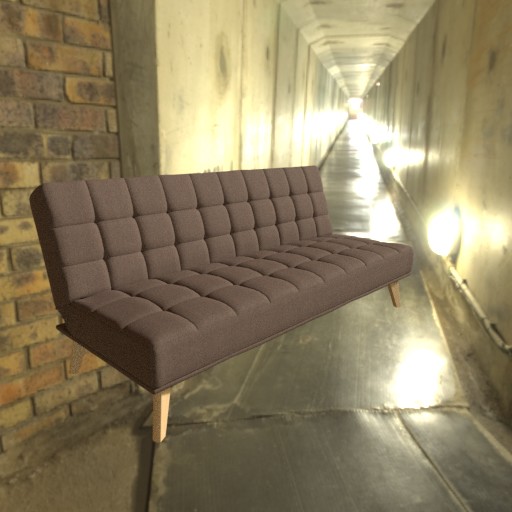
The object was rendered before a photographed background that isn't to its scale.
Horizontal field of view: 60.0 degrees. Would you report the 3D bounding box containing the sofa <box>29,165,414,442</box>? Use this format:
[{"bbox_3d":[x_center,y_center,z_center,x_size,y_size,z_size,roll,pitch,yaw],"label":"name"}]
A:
[{"bbox_3d":[0.000,0.000,2.225,0.860,0.810,1.800,14,20,42],"label":"sofa"}]
